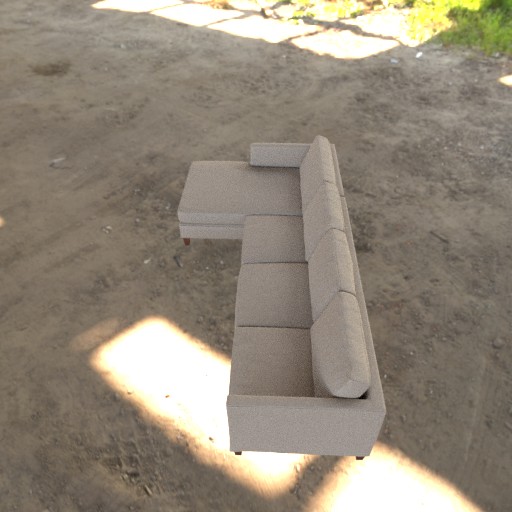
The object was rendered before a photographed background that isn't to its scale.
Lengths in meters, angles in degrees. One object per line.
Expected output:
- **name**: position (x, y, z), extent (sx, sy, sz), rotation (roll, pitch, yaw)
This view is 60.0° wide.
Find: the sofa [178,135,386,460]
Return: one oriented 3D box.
- **sofa**: position (0.000, 0.000, 3.888), extent (1.625, 0.846, 3.186), rotation (2, 42, 2)
